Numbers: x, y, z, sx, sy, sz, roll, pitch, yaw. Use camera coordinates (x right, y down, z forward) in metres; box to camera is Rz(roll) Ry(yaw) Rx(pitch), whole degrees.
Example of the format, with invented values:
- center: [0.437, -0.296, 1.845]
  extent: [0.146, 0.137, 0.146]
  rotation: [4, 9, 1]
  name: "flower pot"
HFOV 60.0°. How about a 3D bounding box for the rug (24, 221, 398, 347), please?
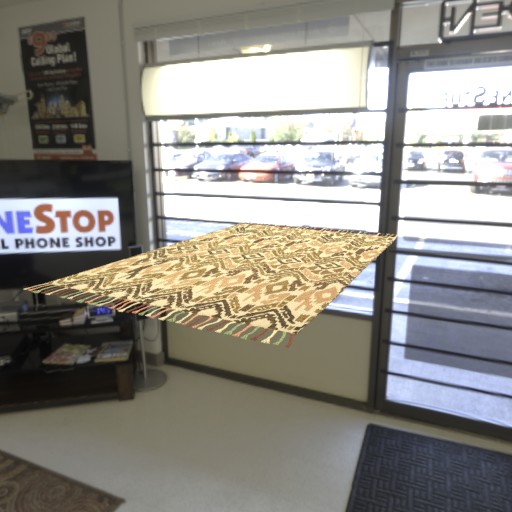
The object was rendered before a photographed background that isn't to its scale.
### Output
- center: [0.000, 0.000, 3.042]
  extent: [1.524, 0.008, 2.438]
  rotation: [7, 16, 26]
  name: "rug"
